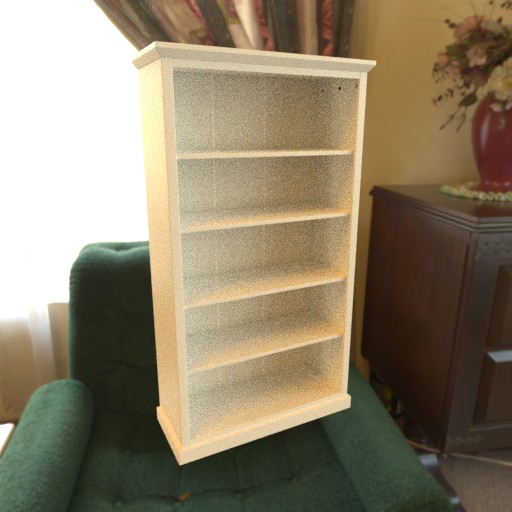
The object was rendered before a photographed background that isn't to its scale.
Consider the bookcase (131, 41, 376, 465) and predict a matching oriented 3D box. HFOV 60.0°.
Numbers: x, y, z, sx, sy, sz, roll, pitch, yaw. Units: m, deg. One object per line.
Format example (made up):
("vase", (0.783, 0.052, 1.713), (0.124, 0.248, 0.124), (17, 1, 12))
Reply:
("bookcase", (0.000, 0.000, 2.294), (1.050, 1.880, 0.432), (-8, 18, -26))
